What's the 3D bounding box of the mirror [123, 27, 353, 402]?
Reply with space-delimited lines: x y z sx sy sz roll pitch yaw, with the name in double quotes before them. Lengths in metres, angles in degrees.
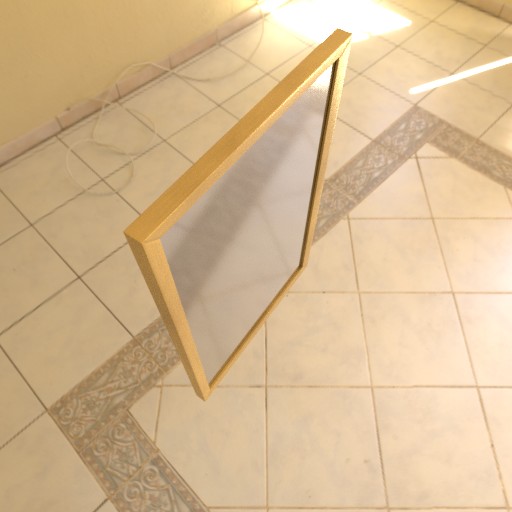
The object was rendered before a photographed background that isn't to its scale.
"mirror" 0.000 0.000 1.143 0.040 0.915 0.609 31 63 18
